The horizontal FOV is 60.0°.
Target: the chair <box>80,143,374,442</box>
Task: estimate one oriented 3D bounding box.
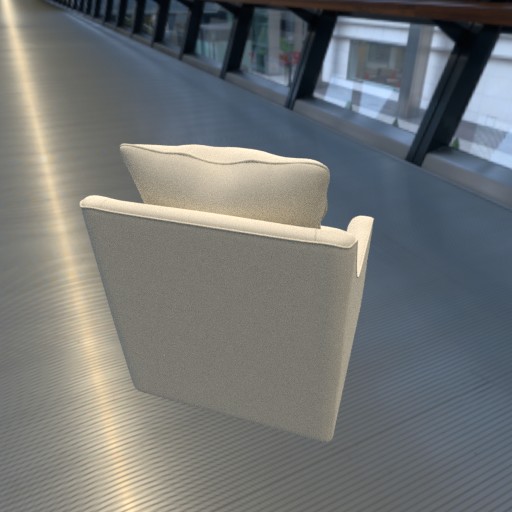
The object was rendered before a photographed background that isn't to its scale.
[{"bbox_3d":[0.000,0.000,1.610,0.756,0.965,0.876,10,32,16],"label":"chair"}]
